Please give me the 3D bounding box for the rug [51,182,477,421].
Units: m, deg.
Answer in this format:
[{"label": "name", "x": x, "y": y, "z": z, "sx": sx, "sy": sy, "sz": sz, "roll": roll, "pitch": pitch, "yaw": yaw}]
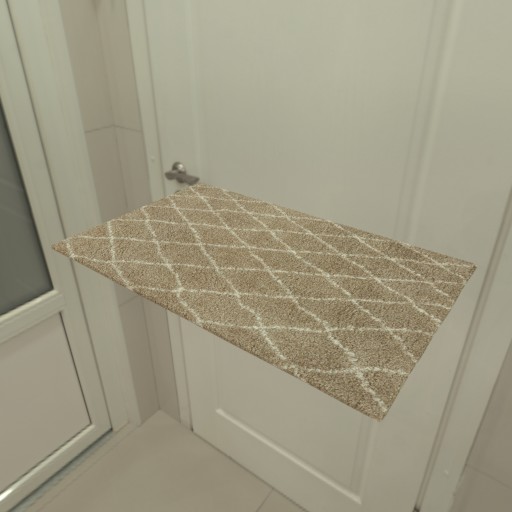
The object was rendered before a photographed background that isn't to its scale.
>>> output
[{"label": "rug", "x": 0.000, "y": 0.000, "z": 2.971, "sx": 2.438, "sy": 0.030, "sz": 1.524, "roll": 21, "pitch": 36, "yaw": 31}]
